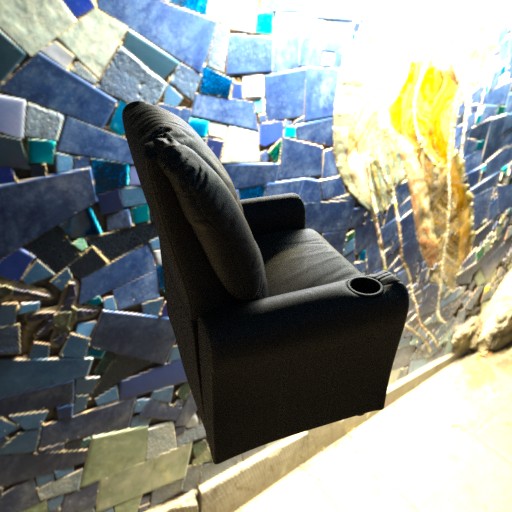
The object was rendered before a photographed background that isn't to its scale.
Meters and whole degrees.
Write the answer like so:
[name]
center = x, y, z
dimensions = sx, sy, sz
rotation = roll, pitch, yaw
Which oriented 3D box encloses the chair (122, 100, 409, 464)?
[chair]
center = 0.000, 0.000, 1.083
dimensions = 0.521, 0.709, 0.610
rotation = -10, 31, -17
